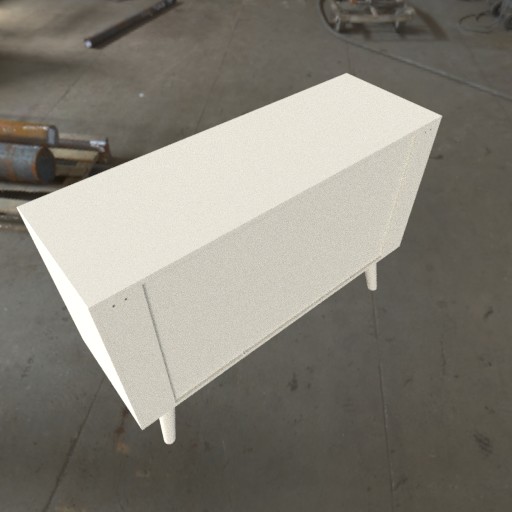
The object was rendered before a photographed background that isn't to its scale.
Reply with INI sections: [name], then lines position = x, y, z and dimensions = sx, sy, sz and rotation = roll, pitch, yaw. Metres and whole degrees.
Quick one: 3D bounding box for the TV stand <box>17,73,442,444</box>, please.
[TV stand]
position = 0.000, 0.000, 1.538
dimensions = 1.193, 0.812, 0.406
rotation = -31, 53, -26
